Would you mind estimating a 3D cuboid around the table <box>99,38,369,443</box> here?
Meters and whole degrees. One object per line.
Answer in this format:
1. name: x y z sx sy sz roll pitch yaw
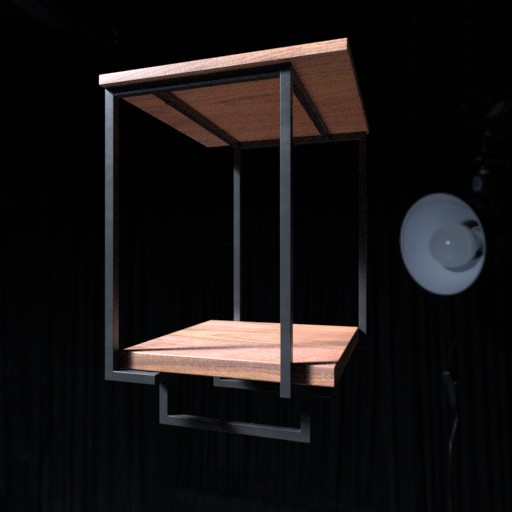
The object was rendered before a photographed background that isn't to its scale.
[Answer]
1. table: 0.000 0.000 0.830 0.384 0.567 0.411 0 0 18
